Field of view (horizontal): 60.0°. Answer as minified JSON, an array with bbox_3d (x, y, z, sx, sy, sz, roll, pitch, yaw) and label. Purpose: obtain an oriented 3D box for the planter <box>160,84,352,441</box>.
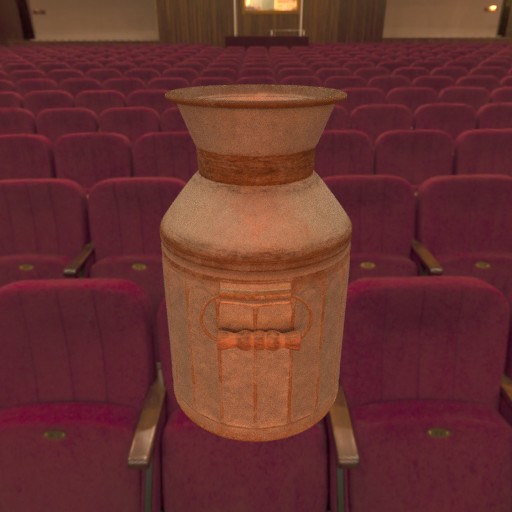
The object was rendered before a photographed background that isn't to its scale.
[{"bbox_3d":[0.000,0.000,0.512,0.215,0.358,0.248,0,25,0],"label":"planter"}]
